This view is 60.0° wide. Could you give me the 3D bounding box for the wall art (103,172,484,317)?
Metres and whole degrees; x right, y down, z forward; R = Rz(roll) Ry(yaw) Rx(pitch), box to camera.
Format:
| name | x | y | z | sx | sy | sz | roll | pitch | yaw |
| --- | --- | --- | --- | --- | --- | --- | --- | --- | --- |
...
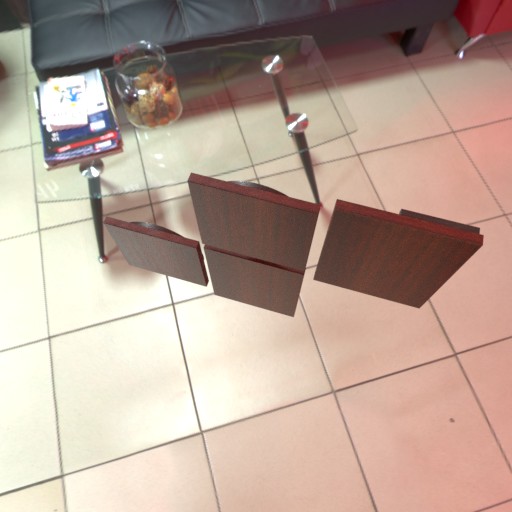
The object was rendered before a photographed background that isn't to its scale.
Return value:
| name | x | y | z | sx | sy | sz | roll | pitch | yaw |
| --- | --- | --- | --- | --- | --- | --- | --- | --- | --- |
| wall art | 0.000 | 0.000 | 0.855 | 0.635 | 0.497 | 0.030 | 15 | 65 | 7 |
